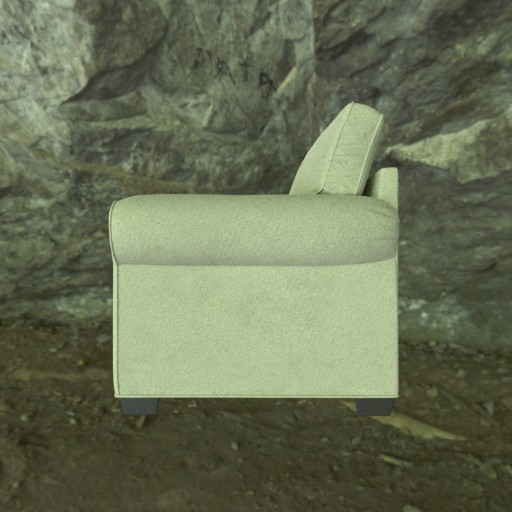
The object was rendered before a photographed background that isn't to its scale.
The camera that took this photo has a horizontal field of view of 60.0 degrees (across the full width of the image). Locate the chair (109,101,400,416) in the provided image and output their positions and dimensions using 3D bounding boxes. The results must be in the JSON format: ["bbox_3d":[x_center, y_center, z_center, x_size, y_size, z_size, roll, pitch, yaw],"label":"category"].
[{"bbox_3d":[0.000,0.000,1.913,0.939,1.044,1.147,0,0,1],"label":"chair"}]
